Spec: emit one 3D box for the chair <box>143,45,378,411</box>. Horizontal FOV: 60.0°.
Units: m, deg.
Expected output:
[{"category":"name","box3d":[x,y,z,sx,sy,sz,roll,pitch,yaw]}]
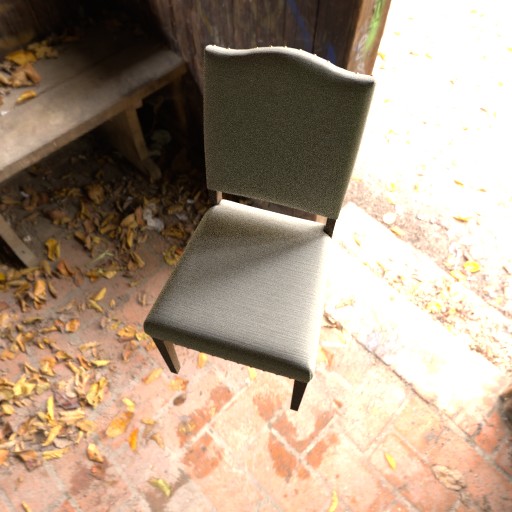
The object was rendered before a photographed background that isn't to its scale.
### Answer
[{"category":"chair","box3d":[0.000,0.000,1.354,0.508,1.015,0.619,15,61,8]}]
